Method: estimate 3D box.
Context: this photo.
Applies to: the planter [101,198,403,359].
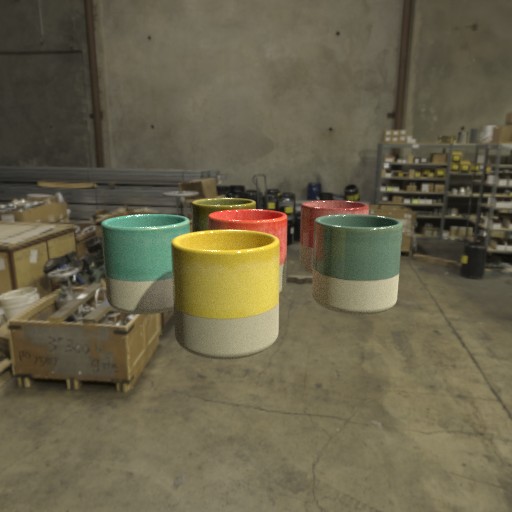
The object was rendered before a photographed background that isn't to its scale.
[{"bbox_3d":[0.000,0.000,0.417,0.257,0.075,0.286,2,14,9],"label":"planter"}]
